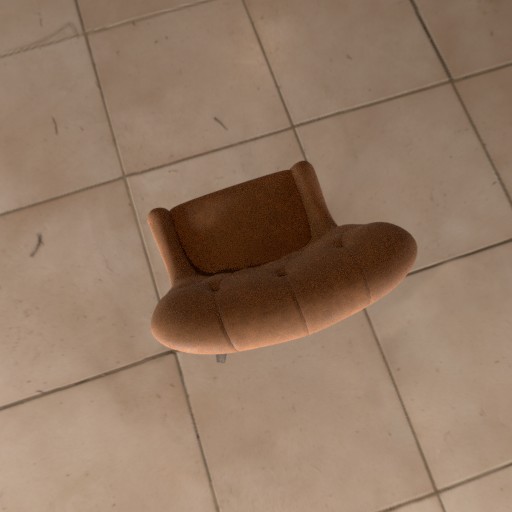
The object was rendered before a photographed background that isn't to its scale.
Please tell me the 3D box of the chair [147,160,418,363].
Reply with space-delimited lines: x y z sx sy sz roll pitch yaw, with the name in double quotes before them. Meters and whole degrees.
"chair" 0.000 0.000 1.462 0.634 1.091 0.629 -19 76 -5
